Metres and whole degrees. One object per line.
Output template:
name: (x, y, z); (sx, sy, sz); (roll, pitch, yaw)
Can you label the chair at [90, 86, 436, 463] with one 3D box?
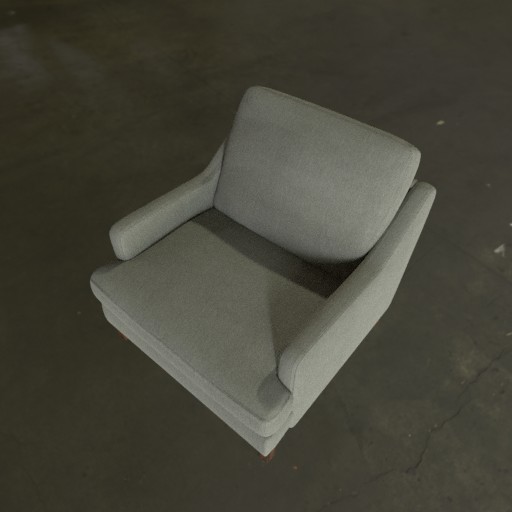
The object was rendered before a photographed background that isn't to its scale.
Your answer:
chair: (0.000, 0.000, 1.551); (0.826, 0.821, 0.892); (32, 54, 26)
